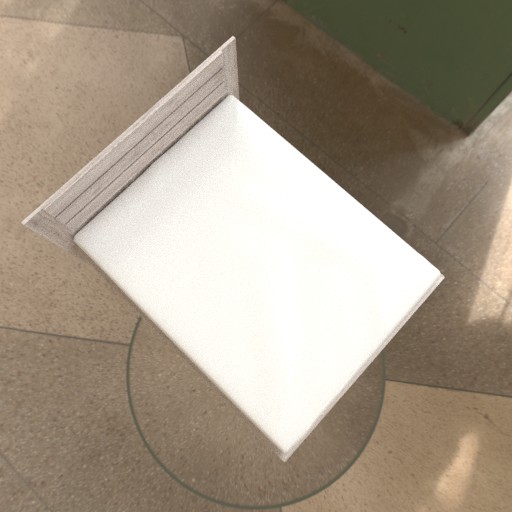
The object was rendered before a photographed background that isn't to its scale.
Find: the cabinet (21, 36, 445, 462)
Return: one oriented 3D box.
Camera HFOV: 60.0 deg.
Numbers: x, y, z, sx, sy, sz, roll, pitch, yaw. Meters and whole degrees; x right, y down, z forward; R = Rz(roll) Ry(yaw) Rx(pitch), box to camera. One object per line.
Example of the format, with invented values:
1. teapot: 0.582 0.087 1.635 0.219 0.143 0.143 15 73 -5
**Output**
1. cabinet: 0.000 0.000 2.995 2.080 0.970 1.750 43 80 10
